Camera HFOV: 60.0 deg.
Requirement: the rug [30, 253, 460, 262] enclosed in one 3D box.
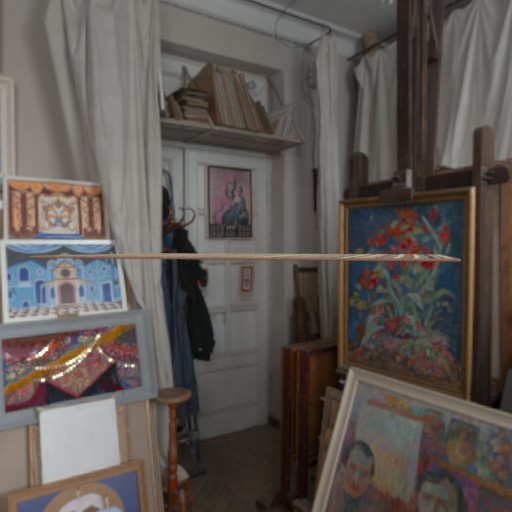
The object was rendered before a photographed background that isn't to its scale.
[{"bbox_3d":[0.000,0.000,3.057,2.438,0.014,1.523,0,1,20],"label":"rug"}]
